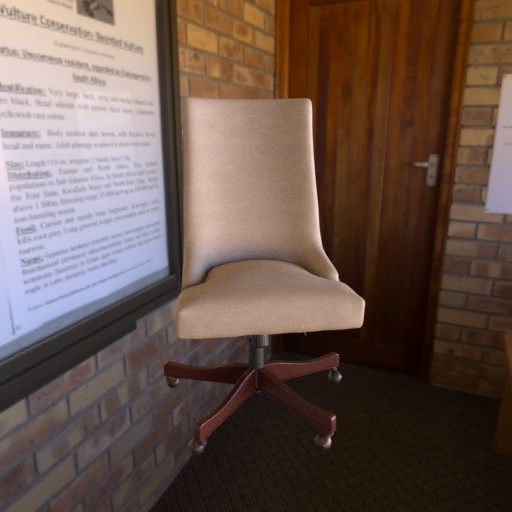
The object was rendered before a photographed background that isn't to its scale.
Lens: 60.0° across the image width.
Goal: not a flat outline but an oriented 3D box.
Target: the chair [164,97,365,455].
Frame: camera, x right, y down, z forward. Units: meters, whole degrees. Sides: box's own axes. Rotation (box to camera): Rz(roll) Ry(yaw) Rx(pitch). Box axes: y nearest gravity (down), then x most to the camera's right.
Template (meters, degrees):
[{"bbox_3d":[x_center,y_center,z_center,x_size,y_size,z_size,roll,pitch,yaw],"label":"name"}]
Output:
[{"bbox_3d":[0.000,0.000,1.452,0.645,1.010,0.696,-2,16,-8],"label":"chair"}]
